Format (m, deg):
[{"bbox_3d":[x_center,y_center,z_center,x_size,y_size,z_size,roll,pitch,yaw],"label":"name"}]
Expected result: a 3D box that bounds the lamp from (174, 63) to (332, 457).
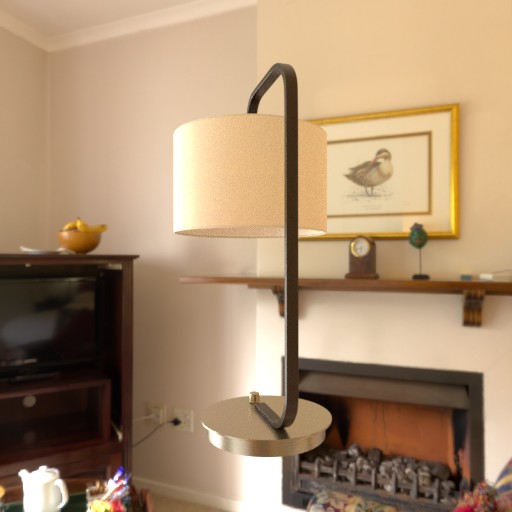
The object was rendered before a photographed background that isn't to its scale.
[{"bbox_3d":[0.000,0.000,0.642,0.230,0.473,0.288,0,-1,-17],"label":"lamp"}]
